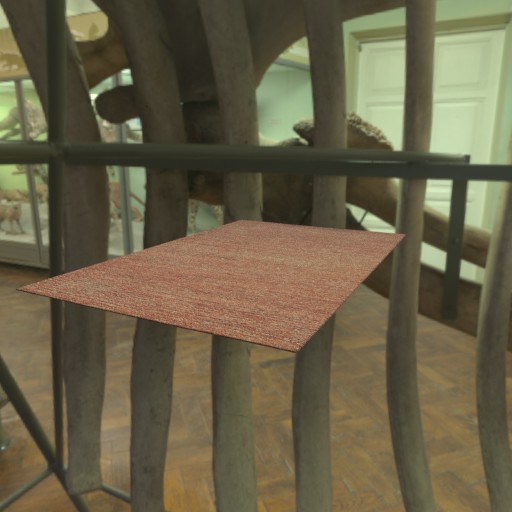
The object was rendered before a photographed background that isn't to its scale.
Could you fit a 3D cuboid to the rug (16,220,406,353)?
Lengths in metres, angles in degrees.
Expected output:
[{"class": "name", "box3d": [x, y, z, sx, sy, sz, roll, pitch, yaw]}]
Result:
[{"class": "rug", "box3d": [0.000, 0.000, 2.169, 1.139, 0.011, 1.747, 7, 16, 26]}]
